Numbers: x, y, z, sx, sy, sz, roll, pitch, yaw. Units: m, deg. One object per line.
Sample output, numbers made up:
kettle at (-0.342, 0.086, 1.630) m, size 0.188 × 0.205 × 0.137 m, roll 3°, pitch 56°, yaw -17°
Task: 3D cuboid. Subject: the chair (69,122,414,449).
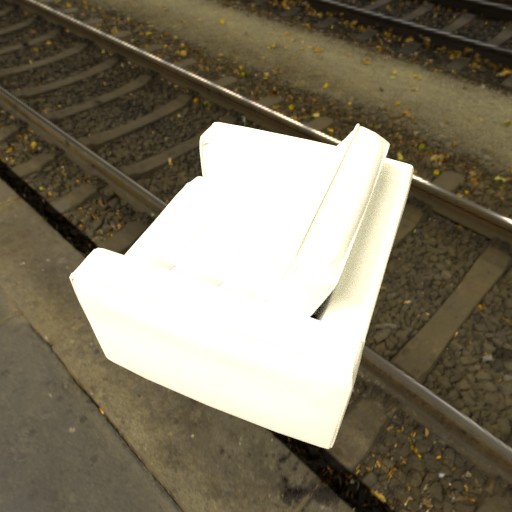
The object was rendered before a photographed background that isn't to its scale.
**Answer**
chair at (0.000, 0.000, 1.506) m, size 0.843 × 0.773 × 0.928 m, roll 17°, pitch 48°, yaw 15°
